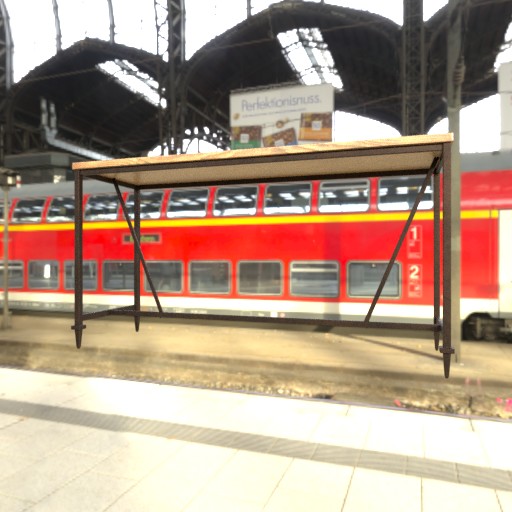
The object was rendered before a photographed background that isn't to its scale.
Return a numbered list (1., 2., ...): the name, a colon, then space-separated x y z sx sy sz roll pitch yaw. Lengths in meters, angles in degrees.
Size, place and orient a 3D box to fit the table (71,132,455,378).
1. table: 0.000 0.000 2.135 1.700 0.902 0.551 0 0 18
